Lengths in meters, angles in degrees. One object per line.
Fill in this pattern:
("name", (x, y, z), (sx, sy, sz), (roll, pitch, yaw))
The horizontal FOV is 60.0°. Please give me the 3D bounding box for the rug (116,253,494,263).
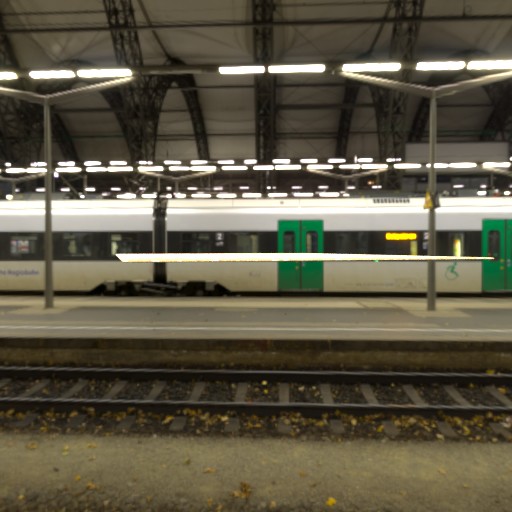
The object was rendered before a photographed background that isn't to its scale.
("rug", (0.000, 0.000, 4.099), (2.441, 0.011, 3.050), (0, 1, -18))
